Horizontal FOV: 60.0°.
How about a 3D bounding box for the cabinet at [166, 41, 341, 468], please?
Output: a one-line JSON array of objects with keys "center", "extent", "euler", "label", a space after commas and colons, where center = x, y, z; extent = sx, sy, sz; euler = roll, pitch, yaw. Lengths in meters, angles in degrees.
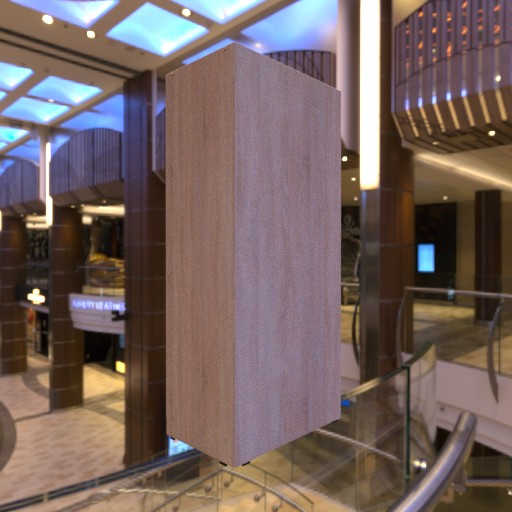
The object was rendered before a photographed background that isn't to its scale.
[{"center": [0.000, 0.000, 2.851], "extent": [1.094, 2.120, 1.327], "euler": [0, 0, -1], "label": "cabinet"}]
